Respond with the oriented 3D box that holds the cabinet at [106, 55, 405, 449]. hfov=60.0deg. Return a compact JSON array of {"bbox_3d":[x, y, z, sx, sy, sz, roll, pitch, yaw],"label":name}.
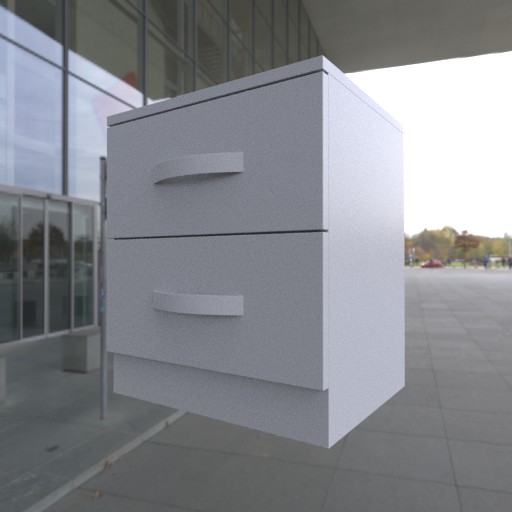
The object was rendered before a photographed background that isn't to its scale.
[{"bbox_3d":[0.000,0.000,0.760,0.400,0.470,0.360,0,-1,34],"label":"cabinet"}]
